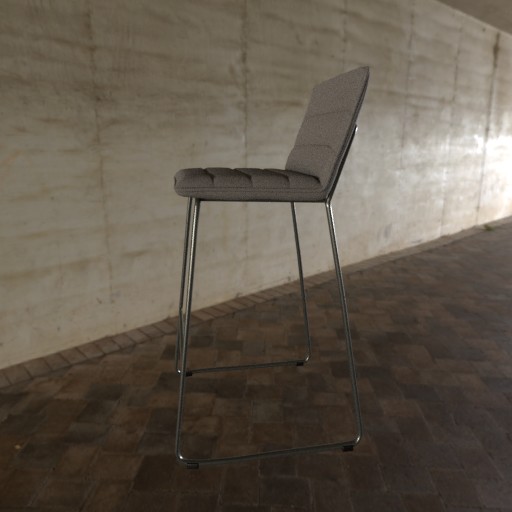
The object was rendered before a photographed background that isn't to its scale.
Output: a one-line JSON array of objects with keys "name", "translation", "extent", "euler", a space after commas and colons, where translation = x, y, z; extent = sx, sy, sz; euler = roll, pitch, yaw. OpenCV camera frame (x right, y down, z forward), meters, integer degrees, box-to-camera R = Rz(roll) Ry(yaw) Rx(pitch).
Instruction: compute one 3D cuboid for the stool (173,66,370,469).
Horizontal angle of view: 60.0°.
[{"name": "stool", "translation": [0.000, 0.000, 1.246], "extent": [0.490, 0.960, 0.490], "euler": [-3, 15, -10]}]
